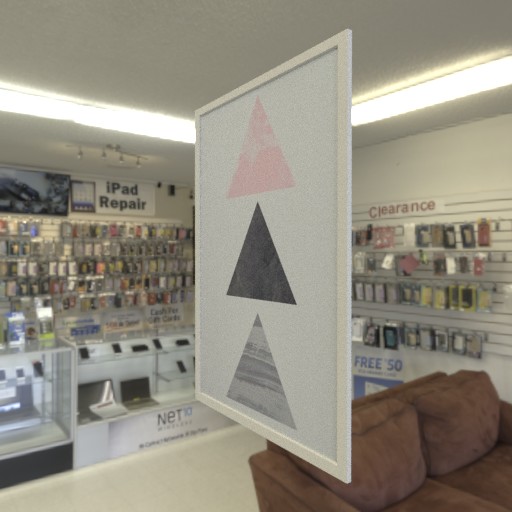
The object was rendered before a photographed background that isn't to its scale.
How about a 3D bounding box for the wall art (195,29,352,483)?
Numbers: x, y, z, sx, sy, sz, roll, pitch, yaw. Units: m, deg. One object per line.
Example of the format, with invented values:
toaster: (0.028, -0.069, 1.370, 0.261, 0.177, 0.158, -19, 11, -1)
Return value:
wall art: (0.000, 0.000, 1.185, 0.013, 0.940, 0.659, 0, 1, -36)
